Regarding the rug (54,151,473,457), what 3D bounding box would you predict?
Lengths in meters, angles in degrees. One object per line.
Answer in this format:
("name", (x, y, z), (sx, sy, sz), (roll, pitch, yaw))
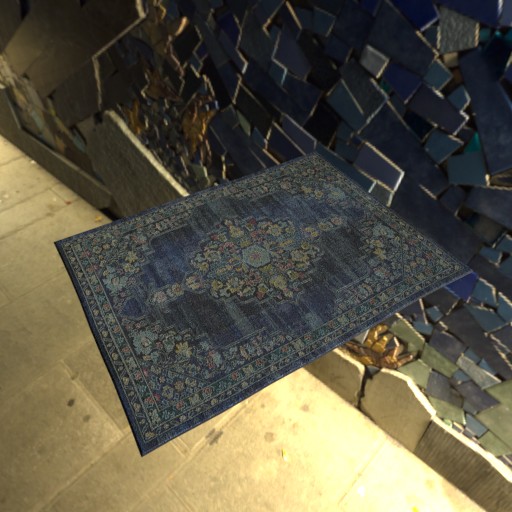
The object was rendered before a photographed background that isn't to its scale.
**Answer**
("rug", (0.000, 0.000, 4.737), (3.612, 0.035, 2.716), (-23, 49, -22))
